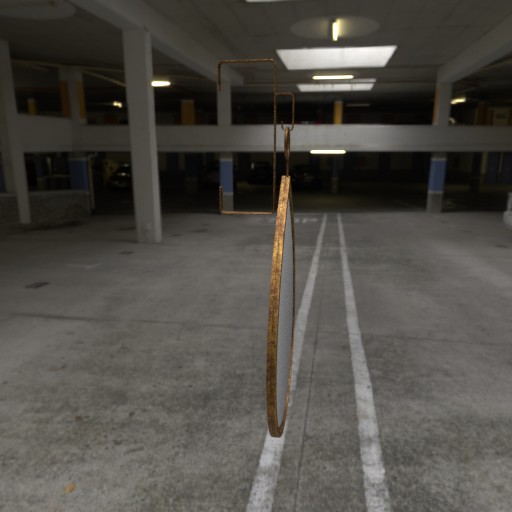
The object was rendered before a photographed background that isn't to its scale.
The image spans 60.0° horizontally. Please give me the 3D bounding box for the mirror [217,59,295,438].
[{"bbox_3d":[0.000,0.000,0.909,0.144,0.744,0.405,2,14,9],"label":"mirror"}]
